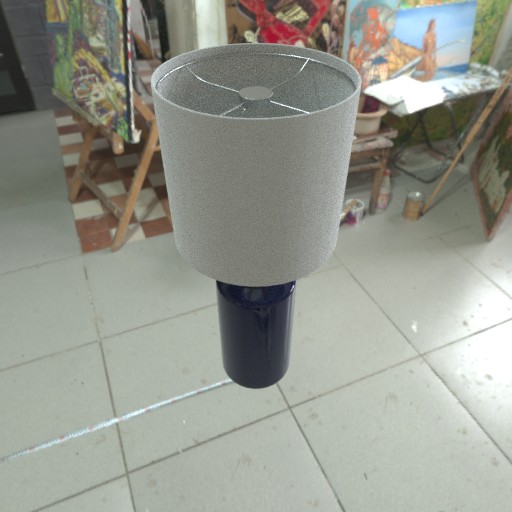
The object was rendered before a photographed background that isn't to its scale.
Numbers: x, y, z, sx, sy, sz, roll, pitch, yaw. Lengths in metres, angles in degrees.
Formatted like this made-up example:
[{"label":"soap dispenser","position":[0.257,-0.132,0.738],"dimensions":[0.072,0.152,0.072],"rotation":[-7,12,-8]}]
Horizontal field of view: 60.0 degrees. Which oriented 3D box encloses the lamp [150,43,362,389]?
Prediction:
[{"label":"lamp","position":[0.000,0.000,0.614],"dimensions":[0.212,0.493,0.212],"rotation":[27,48,27]}]
